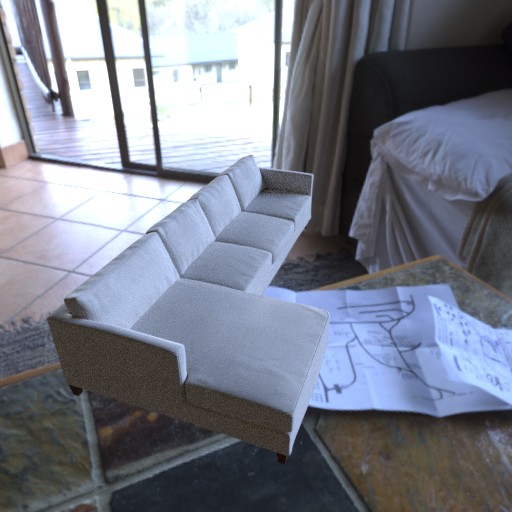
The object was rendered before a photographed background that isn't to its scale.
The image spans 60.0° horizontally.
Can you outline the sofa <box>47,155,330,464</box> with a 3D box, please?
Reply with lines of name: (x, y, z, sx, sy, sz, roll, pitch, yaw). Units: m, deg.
sofa: (0.000, 0.000, 3.916, 1.625, 0.861, 3.186, 11, 32, 18)
